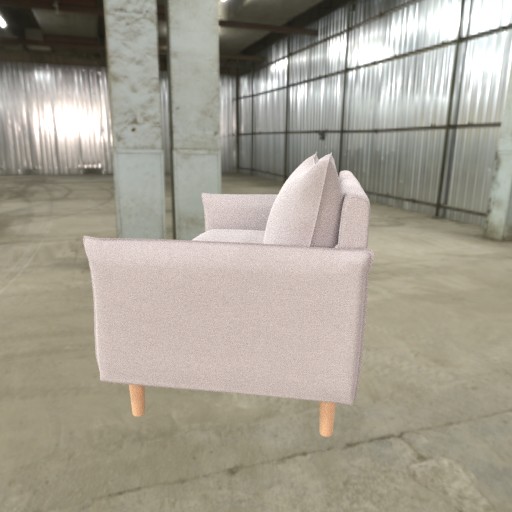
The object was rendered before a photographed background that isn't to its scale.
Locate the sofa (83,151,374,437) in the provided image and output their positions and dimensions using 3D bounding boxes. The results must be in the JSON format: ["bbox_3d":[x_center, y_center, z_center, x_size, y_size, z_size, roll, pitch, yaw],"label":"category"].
[{"bbox_3d":[0.000,0.000,1.826,0.820,0.840,1.300,2,14,9],"label":"sofa"}]
